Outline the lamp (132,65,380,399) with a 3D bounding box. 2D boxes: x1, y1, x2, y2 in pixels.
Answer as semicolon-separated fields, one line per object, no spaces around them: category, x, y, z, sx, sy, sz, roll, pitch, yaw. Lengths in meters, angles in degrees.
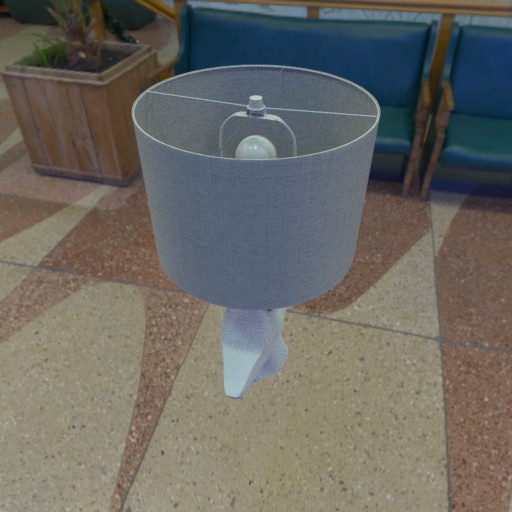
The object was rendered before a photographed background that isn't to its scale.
lamp;0.000;0.000;0.702;0.298;0.503;0.298;11;41;12
